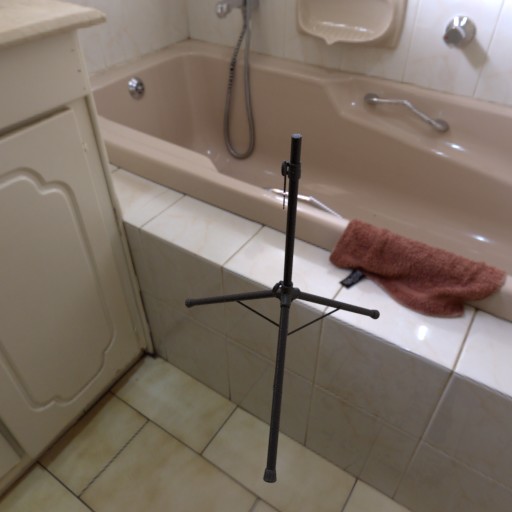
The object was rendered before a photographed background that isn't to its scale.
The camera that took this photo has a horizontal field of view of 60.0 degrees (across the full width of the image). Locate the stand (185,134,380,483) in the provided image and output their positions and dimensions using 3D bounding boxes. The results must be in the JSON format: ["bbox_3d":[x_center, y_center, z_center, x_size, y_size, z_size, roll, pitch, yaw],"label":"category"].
[{"bbox_3d":[0.000,0.000,1.819,0.907,1.136,1.045,25,47,26],"label":"stand"}]
